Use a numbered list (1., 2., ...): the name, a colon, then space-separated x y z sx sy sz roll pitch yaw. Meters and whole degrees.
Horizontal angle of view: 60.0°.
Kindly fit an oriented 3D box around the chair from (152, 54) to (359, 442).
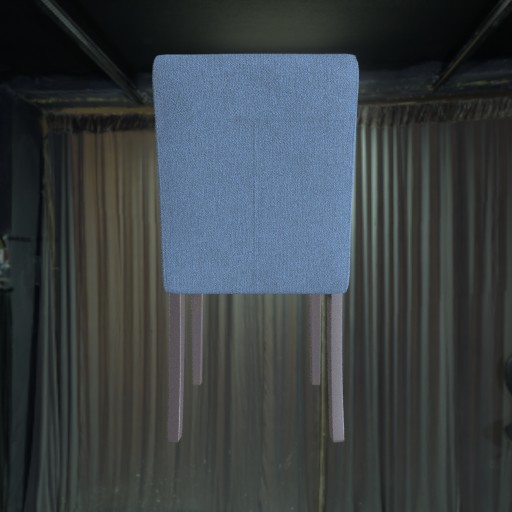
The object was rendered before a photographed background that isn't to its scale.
1. chair: 0.000 0.000 1.238 0.487 0.882 0.629 0 0 0
